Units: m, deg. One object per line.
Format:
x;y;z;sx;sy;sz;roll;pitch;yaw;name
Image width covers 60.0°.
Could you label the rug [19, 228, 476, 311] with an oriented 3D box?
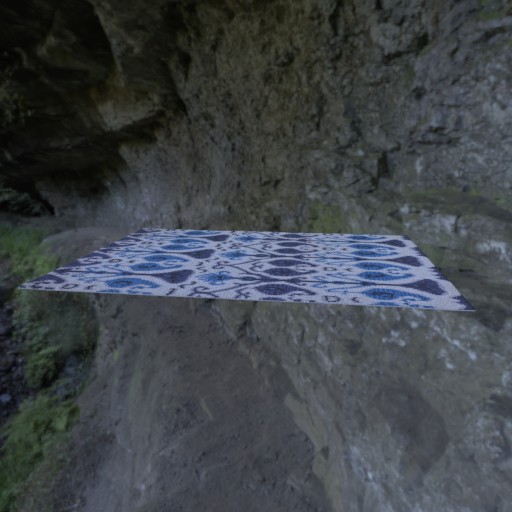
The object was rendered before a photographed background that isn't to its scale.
0.000;0.000;4.234;3.228;0.024;2.443;2;14;8;rug
